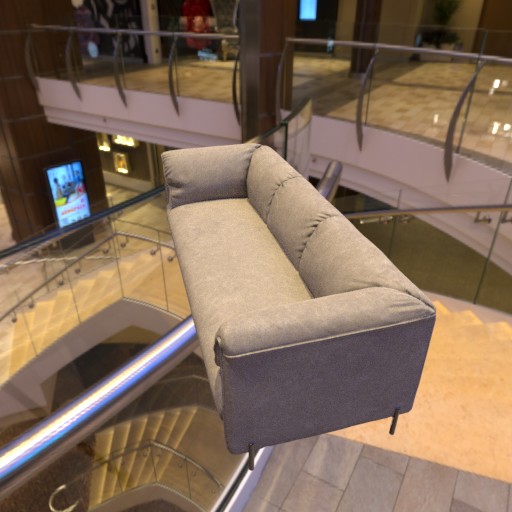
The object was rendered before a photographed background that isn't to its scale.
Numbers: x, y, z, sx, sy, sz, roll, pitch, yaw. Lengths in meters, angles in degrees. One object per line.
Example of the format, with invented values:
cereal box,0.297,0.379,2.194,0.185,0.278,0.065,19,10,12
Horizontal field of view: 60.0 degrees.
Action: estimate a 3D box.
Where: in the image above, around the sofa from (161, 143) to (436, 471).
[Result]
sofa,0.000,0.000,2.679,0.899,0.758,2.238,-8,31,-14
